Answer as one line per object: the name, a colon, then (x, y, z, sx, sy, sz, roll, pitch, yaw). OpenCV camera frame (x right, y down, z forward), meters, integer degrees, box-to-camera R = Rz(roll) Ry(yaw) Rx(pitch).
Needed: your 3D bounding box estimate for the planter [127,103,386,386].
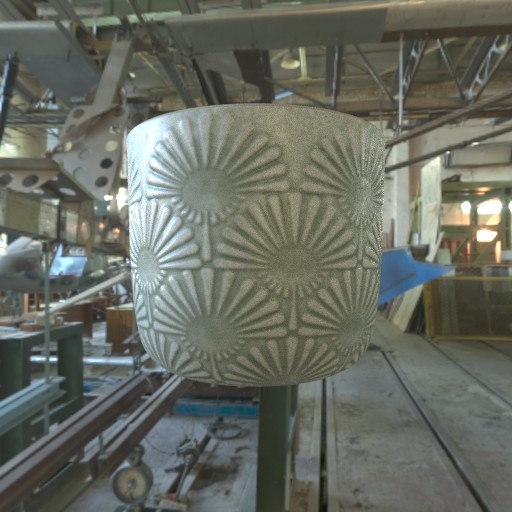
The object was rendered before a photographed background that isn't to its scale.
planter: (0.000, 0.000, 0.220, 0.124, 0.109, 0.124, 0, -1, 0)
